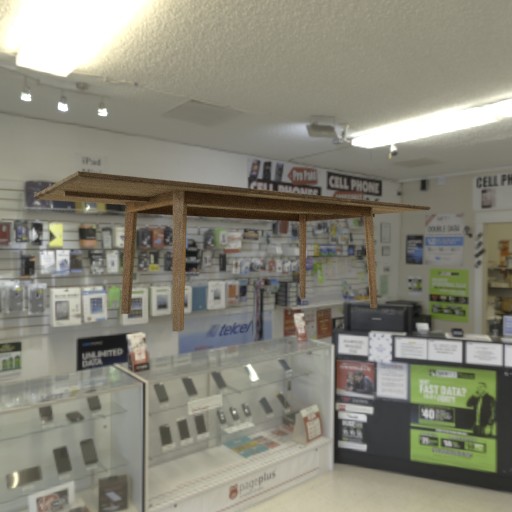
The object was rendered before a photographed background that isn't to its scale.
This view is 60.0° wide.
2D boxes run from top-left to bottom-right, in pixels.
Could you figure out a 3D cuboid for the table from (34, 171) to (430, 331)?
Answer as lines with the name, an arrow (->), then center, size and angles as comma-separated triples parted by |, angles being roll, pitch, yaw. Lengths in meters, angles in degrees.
table -> 0.000, 0.000, 3.058 | 2.603, 0.752, 1.000 | -1, 1, -36
